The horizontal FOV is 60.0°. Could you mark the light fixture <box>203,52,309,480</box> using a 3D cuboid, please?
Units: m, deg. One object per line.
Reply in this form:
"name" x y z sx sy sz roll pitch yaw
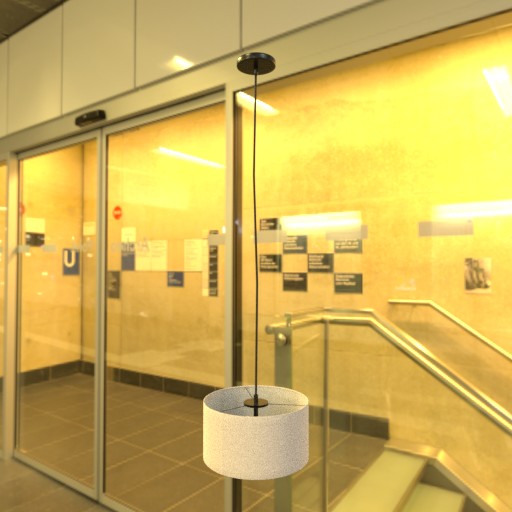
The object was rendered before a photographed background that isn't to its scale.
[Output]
"light fixture" 0.000 0.000 1.707 0.399 1.516 0.399 0 -1 0
